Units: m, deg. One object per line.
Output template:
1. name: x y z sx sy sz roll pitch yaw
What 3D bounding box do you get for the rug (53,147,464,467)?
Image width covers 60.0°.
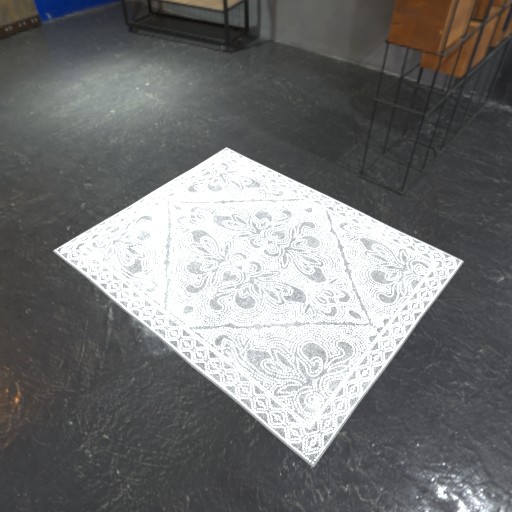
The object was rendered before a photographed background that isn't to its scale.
1. rug: 0.000 0.000 4.168 3.048 0.012 2.438 32 53 27
